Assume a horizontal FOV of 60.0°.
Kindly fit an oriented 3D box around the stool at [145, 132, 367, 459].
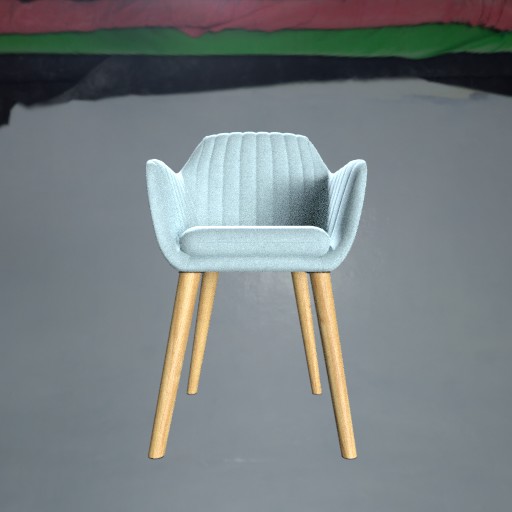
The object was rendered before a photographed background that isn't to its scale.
[{"bbox_3d":[0.000,0.000,1.192,0.503,0.830,0.590,0,-1,0],"label":"stool"}]
